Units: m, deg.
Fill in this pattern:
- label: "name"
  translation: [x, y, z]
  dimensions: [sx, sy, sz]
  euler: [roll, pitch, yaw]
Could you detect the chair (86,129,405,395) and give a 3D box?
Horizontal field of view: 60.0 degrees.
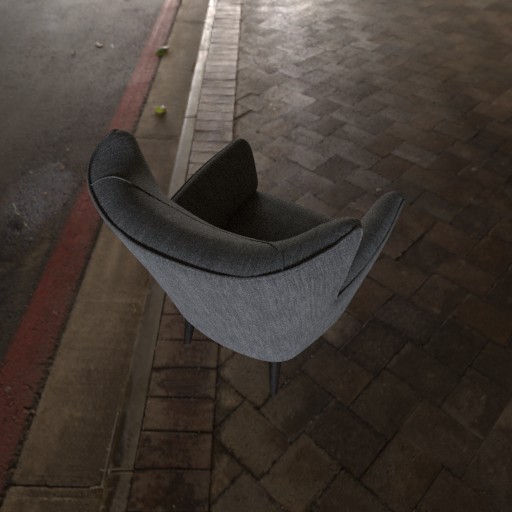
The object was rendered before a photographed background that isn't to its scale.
- label: "chair"
  translation: [0.000, 0.000, 1.575]
  dimensions: [0.781, 0.933, 0.888]
  euler: [25, 51, 22]
